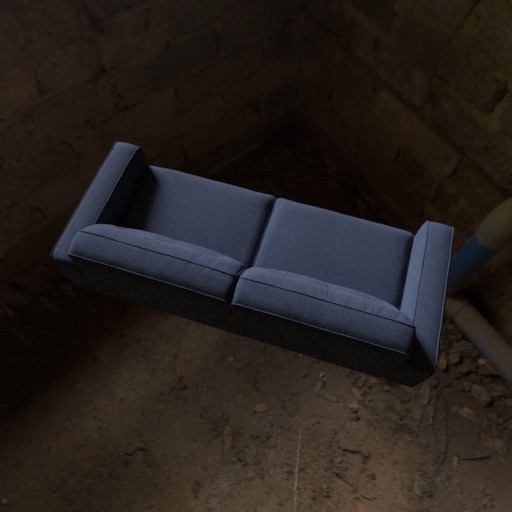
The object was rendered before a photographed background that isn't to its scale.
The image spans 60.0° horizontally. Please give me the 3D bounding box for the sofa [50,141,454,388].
[{"bbox_3d":[0.000,0.000,2.785,2.270,0.782,0.953,16,65,8],"label":"sofa"}]
